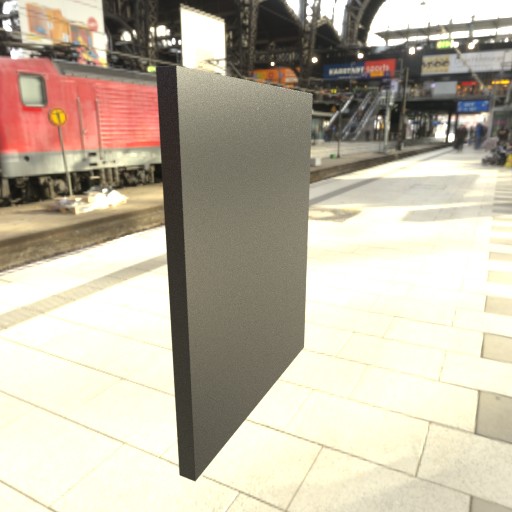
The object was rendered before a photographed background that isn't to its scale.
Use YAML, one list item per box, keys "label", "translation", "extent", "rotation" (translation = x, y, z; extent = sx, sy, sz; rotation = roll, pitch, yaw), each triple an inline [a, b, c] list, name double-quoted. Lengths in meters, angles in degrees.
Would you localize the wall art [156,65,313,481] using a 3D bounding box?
- label: "wall art"
  translation: [0.000, 0.000, 0.767]
  extent: [0.028, 0.557, 0.457]
  rotation: [8, 18, 25]
